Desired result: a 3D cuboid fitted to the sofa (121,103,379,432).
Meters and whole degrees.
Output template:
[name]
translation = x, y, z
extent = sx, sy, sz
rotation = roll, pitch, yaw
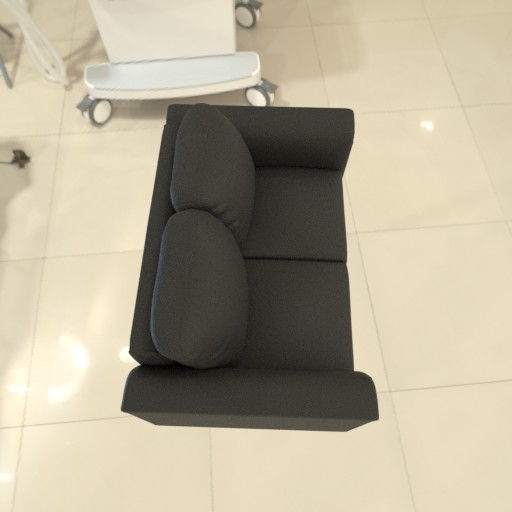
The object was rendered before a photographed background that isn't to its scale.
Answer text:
[sofa]
translation = 0.000, 0.000, 1.968
extent = 0.887, 0.845, 1.386
rotation = 2, 64, 1
